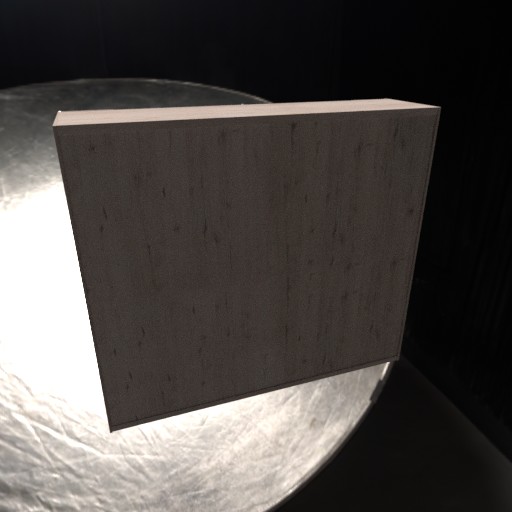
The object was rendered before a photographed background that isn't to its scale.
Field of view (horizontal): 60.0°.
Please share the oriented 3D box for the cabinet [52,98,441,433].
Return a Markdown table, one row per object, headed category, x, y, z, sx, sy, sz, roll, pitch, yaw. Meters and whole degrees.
| category | x | y | z | sx | sy | sz | roll | pitch | yaw |
| --- | --- | --- | --- | --- | --- | --- | --- | --- | --- |
| cabinet | 0.000 | 0.000 | 3.444 | 2.500 | 2.180 | 0.660 | -9 | 26 | -18 |
